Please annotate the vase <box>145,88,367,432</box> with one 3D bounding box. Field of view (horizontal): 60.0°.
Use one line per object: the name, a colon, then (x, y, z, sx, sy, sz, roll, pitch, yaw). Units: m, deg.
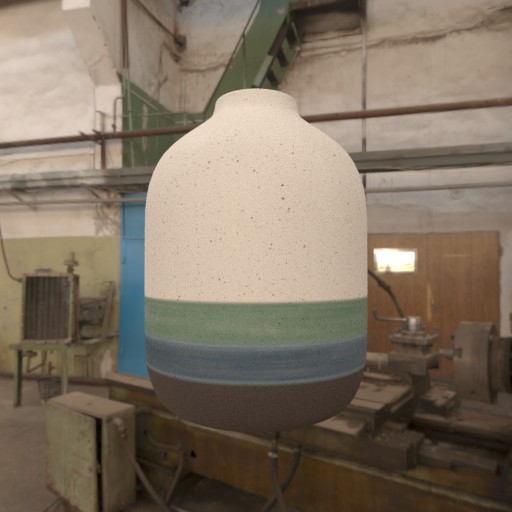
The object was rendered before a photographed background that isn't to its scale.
vase: (0.000, 0.000, 0.347, 0.169, 0.240, 0.169, 0, -1, 0)
